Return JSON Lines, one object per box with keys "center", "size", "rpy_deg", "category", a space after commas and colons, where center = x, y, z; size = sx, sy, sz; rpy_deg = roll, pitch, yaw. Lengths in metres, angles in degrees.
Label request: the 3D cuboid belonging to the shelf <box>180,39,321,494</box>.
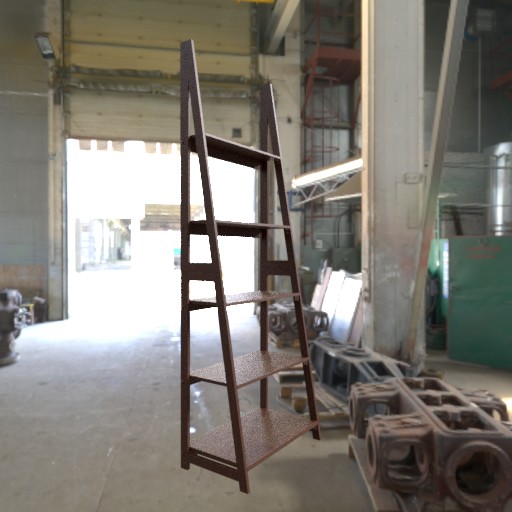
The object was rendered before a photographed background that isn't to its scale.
{"center": [0.000, 0.000, 1.987], "size": [0.350, 1.770, 0.600], "rpy_deg": [0, 1, 36], "category": "shelf"}
